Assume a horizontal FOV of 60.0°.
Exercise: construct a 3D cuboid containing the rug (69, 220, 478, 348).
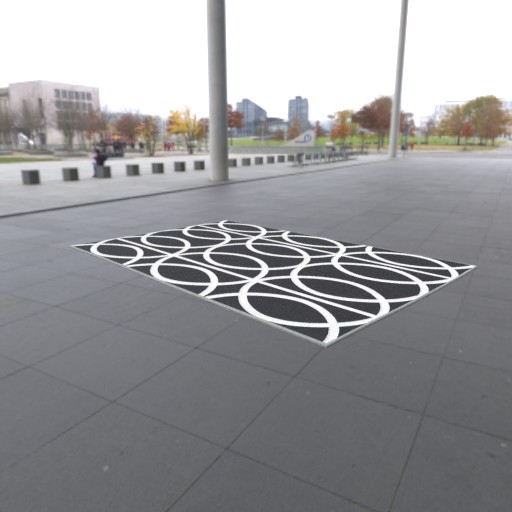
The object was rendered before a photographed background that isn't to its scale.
[{"bbox_3d":[0.000,0.000,2.923,2.290,0.014,1.526,14,20,43],"label":"rug"}]
